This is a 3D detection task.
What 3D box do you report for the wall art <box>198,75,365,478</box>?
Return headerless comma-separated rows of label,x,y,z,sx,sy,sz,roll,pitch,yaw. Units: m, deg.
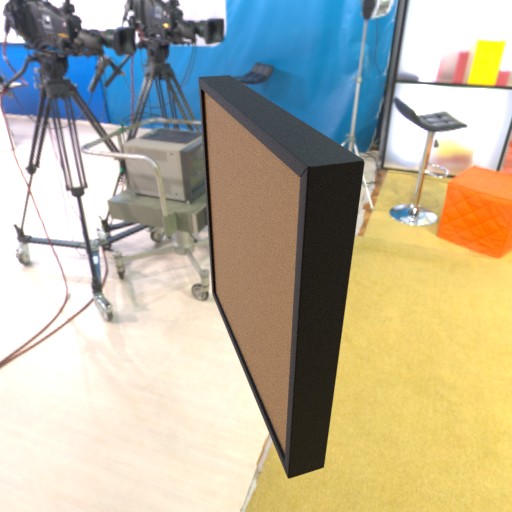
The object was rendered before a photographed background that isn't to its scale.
wall art,0.000,0.000,0.462,0.037,0.305,0.305,-10,33,-15
